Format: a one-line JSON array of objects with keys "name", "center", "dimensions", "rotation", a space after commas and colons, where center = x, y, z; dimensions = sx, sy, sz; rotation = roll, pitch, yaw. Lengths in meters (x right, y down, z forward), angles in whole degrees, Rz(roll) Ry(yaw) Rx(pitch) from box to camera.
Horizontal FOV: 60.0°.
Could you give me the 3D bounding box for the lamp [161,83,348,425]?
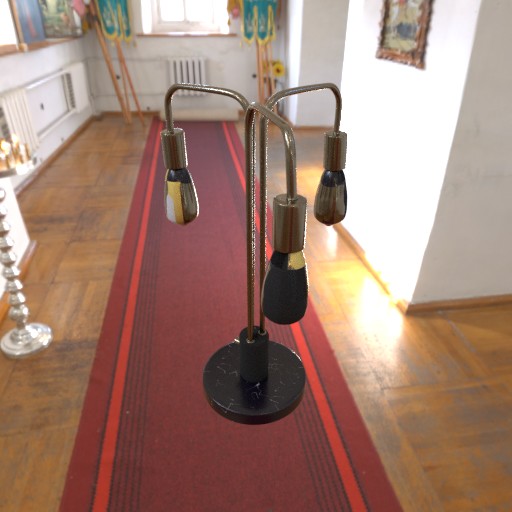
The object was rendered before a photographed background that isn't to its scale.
[{"name": "lamp", "center": [0.000, 0.000, 0.783], "dimensions": [0.368, 0.560, 0.355], "rotation": [21, 37, 31]}]
